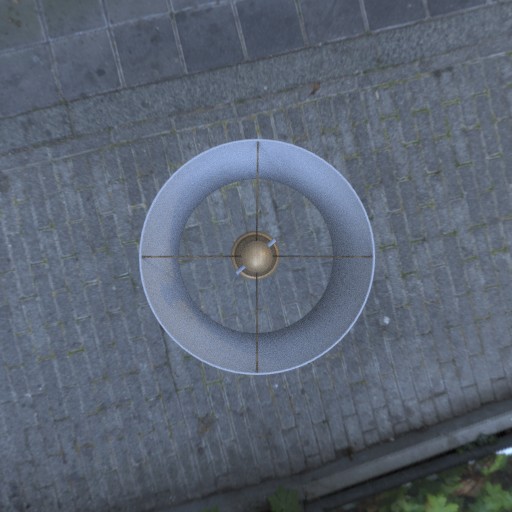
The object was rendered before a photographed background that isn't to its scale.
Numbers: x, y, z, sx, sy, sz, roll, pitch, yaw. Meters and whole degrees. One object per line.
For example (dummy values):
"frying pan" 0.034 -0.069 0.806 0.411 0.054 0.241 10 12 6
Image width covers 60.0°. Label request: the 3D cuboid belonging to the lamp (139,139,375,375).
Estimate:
"lamp" 0.000 0.000 0.746 0.250 0.597 0.250 0 90 0
